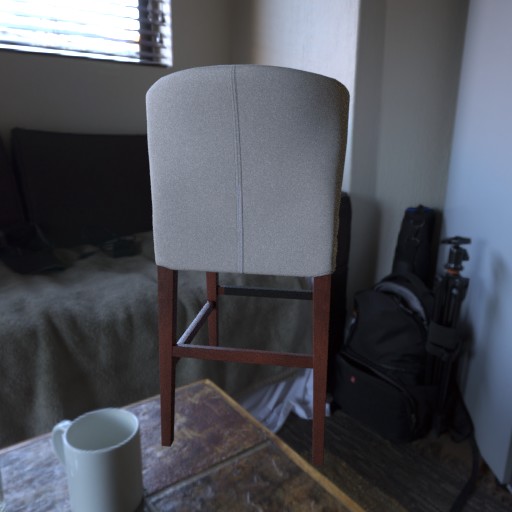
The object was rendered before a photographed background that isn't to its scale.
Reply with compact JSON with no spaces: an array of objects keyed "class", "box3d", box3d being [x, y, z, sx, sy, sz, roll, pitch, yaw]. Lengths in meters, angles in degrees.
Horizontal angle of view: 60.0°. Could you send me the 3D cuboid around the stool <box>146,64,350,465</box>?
[{"class":"stool","box3d":[0.000,0.000,1.294,0.479,0.968,0.568,3,16,9]}]
